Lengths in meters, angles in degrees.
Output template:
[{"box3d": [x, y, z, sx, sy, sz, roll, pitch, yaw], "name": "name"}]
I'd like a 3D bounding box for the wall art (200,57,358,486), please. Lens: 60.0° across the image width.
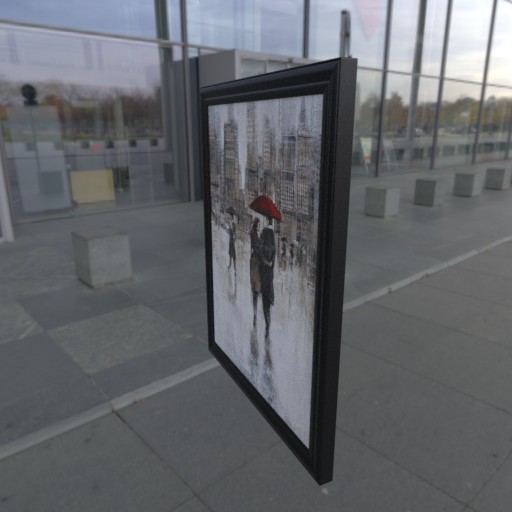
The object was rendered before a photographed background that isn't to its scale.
[{"box3d": [0.000, 0.000, 1.585, 0.053, 1.194, 0.950, -8, 18, -25], "name": "wall art"}]
